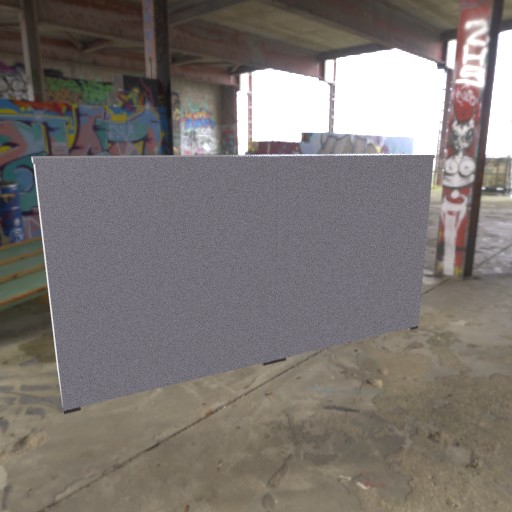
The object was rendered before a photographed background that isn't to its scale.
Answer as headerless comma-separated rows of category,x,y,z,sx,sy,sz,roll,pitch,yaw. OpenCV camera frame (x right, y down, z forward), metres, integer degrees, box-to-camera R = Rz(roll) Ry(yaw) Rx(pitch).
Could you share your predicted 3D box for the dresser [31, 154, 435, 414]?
dresser,0.000,0.000,1.785,1.535,0.790,0.333,-7,15,-26
